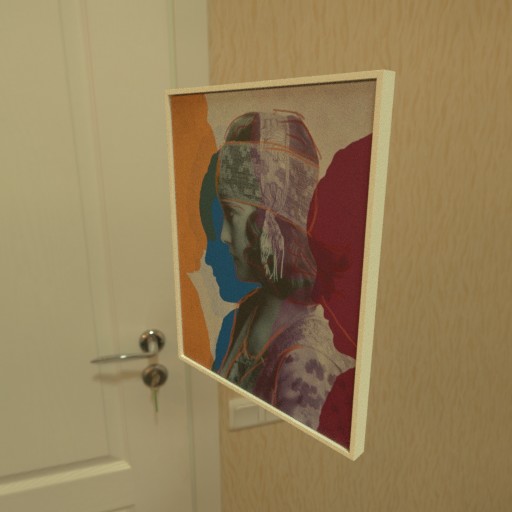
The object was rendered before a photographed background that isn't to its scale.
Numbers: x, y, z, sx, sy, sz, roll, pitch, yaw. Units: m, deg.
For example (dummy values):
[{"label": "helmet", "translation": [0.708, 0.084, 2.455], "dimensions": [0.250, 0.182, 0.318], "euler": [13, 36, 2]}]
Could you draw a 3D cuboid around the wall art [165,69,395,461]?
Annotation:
[{"label": "wall art", "translation": [0.000, 0.000, 0.751], "dimensions": [0.443, 0.549, 0.030], "euler": [15, 22, 42]}]
